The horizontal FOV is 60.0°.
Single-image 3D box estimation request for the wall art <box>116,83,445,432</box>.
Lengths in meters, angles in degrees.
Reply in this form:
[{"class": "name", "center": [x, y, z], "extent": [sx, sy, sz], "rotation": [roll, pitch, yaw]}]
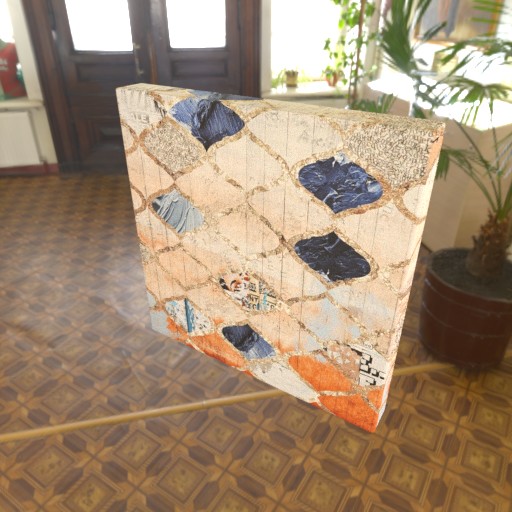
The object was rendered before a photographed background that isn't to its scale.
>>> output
[{"class": "wall art", "center": [0.000, 0.000, 0.453], "extent": [0.303, 0.304, 0.036], "rotation": [18, 35, 27]}]
